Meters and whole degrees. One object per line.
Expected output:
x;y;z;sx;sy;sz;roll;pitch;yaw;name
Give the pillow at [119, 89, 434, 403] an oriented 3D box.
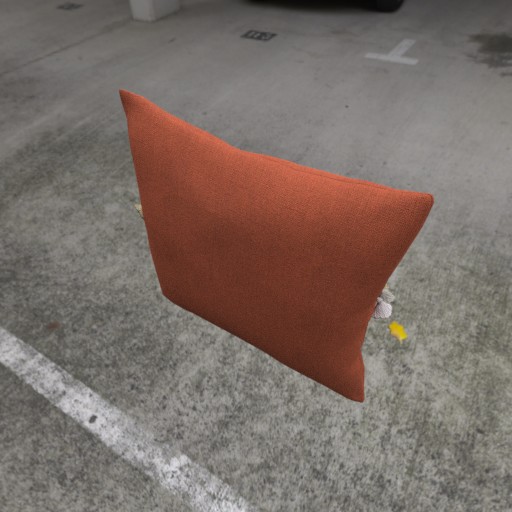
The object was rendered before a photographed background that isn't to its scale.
0.000;0.000;0.746;0.490;0.482;0.165;25;51;22;pillow
